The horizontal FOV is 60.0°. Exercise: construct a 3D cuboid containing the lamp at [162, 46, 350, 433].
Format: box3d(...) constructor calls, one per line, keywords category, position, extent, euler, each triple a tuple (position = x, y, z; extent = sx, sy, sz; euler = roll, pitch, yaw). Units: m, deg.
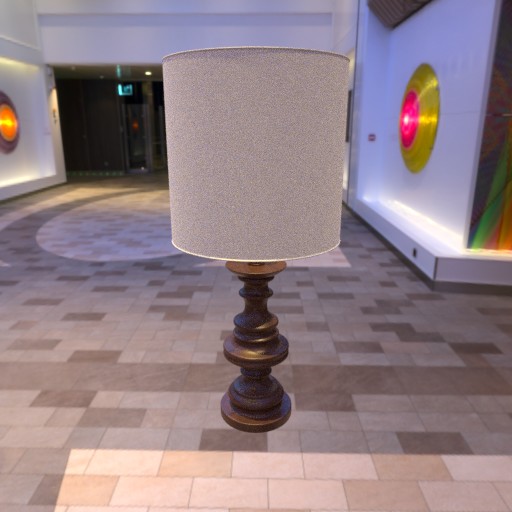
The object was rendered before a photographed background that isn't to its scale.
box3d(category="lamp", position=(0.000, 0.000, 0.565), extent=(0.208, 0.455, 0.208), euler=(15, 22, 42))
